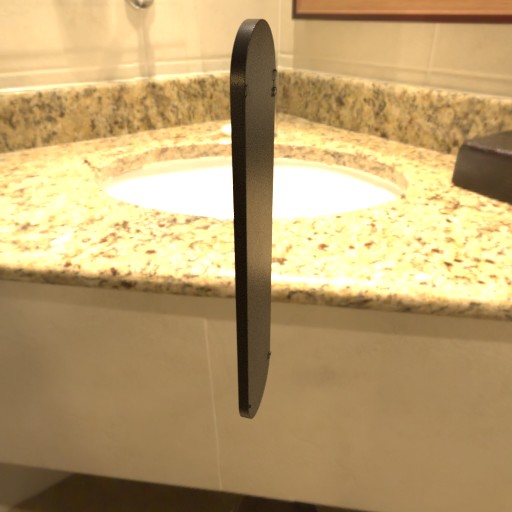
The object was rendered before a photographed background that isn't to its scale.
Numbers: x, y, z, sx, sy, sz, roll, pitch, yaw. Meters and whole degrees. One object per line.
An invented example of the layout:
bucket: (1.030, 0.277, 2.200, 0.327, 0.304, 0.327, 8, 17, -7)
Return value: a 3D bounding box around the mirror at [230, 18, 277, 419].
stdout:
mirror: (0.000, 0.000, 1.050, 0.032, 0.991, 0.222, 8, 30, 14)
